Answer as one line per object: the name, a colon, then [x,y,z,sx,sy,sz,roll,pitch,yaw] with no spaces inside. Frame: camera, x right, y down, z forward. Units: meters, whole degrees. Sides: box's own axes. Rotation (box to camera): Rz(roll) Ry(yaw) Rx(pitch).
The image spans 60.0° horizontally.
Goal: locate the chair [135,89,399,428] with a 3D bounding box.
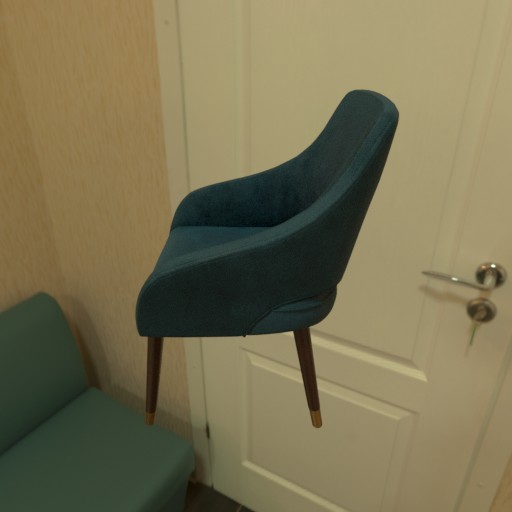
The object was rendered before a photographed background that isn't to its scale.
chair: [0.000,0.000,1.575,0.794,1.081,0.683,0,28,0]
